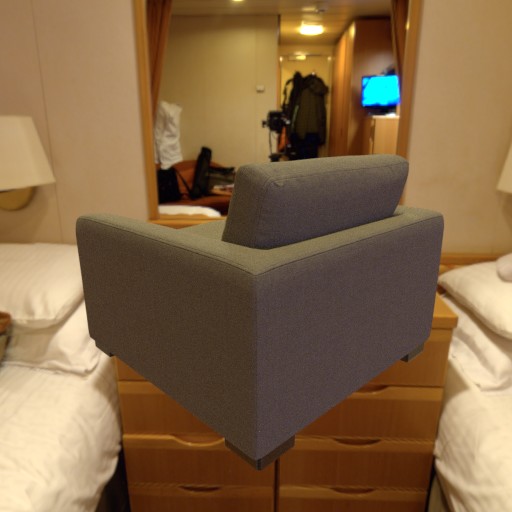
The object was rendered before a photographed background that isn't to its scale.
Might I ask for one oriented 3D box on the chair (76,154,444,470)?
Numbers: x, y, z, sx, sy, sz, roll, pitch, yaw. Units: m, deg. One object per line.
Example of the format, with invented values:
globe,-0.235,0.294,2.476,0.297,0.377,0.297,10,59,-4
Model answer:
chair,0.000,0.000,1.847,1.070,0.847,1.100,-16,23,-42
